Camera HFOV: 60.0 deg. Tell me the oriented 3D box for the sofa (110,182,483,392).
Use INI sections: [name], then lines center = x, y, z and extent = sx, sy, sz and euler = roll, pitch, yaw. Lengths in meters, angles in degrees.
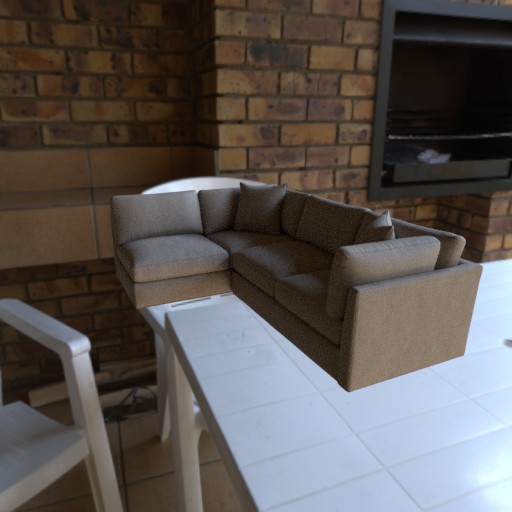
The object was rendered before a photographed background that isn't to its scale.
[sofa]
center = 0.000, 0.000, 3.851
extent = 1.994, 0.978, 2.896
euler = -8, 19, -25
